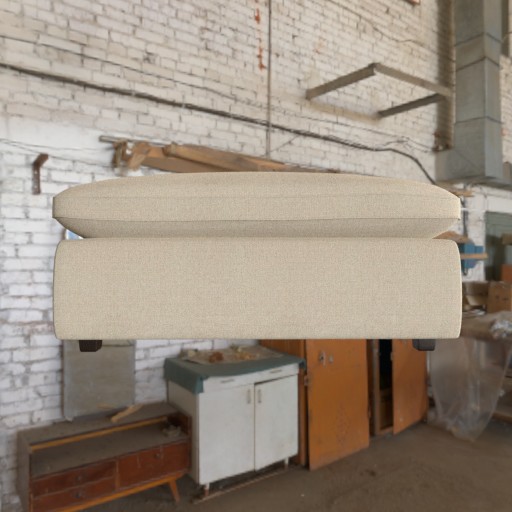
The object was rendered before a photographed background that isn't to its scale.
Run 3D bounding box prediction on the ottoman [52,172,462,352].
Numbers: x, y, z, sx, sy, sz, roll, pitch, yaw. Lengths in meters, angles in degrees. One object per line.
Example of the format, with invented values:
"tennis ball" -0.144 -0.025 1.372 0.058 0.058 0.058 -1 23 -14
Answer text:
"ottoman" 0.000 0.000 1.347 0.984 0.453 0.686 0 0 -1
